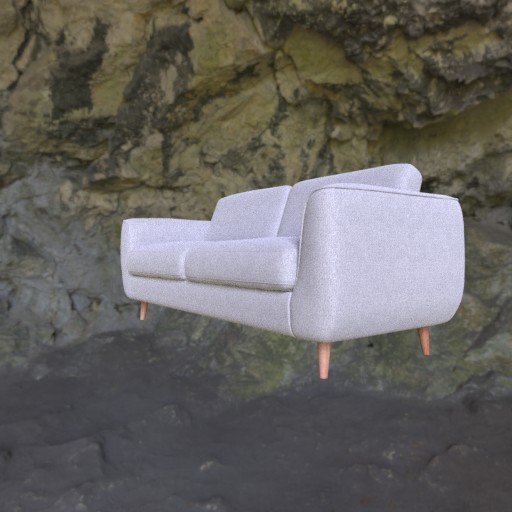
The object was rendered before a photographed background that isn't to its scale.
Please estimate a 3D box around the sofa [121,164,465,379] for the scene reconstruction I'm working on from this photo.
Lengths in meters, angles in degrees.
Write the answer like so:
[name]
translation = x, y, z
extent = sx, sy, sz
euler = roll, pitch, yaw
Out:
[sofa]
translation = 0.000, 0.000, 2.431
extent = 0.920, 0.850, 2.000
euler = 0, 0, -36
